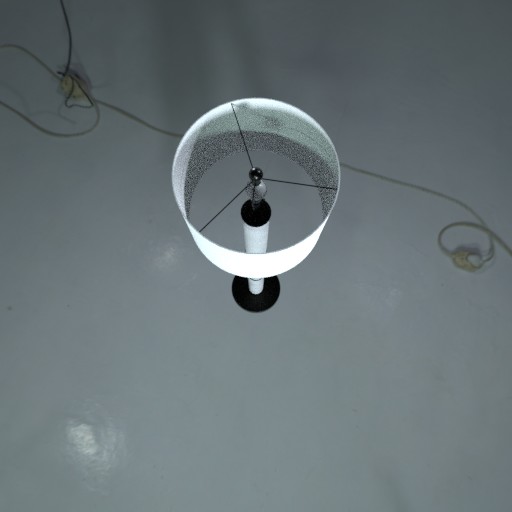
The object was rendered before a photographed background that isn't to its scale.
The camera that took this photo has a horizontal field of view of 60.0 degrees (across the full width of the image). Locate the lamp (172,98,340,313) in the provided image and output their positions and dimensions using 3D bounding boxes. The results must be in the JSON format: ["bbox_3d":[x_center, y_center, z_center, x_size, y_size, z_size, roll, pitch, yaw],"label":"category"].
[{"bbox_3d":[0.000,0.000,1.755,0.377,1.599,0.377,12,77,3],"label":"lamp"}]
